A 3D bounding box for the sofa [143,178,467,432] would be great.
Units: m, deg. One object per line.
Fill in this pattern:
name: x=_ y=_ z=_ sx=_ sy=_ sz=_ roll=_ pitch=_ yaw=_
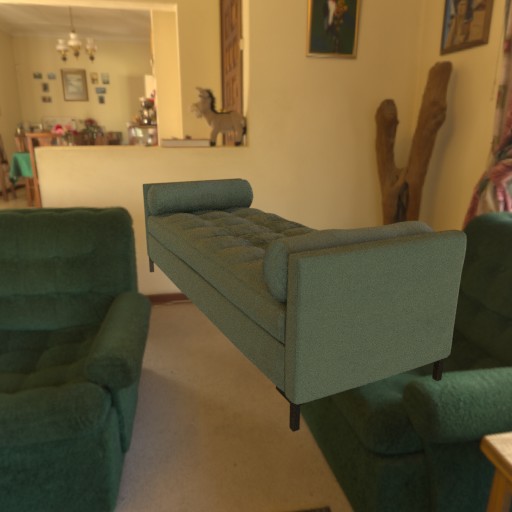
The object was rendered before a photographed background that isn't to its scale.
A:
sofa: x=0.000 y=0.000 z=2.527 sx=0.817 sy=0.681 sz=2.130 roll=-8 pitch=18 yaw=-26
